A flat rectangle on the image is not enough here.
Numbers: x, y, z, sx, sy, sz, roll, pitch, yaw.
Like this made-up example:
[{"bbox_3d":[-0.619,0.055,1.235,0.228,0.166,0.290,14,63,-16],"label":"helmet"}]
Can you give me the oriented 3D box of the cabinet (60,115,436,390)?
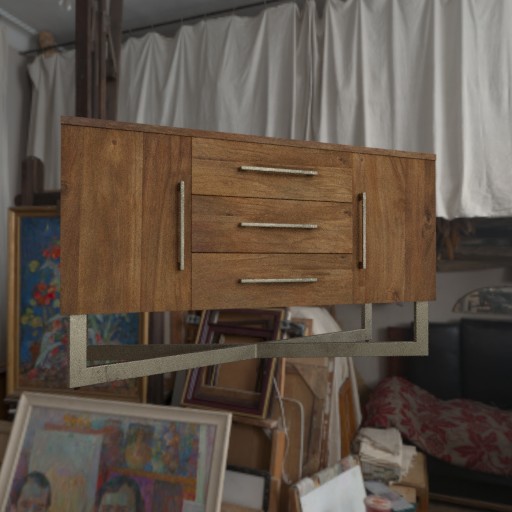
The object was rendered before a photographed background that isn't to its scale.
[{"bbox_3d":[0.000,0.000,1.728,1.373,0.812,0.480,0,-1,-20],"label":"cabinet"}]
